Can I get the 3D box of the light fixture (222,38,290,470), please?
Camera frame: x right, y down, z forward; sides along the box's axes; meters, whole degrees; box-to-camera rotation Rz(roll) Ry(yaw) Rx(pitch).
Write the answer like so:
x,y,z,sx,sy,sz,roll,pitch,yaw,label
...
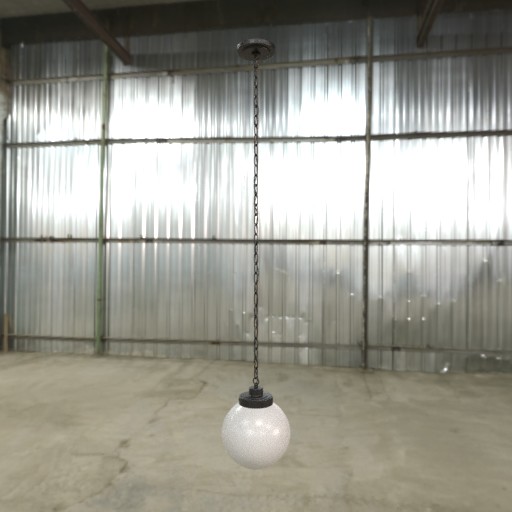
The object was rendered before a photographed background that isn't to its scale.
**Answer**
x,y,z,sx,sy,sz,roll,pitch,yaw,label
0.000,0.000,1.979,0.305,1.867,0.304,0,-1,37,light fixture
